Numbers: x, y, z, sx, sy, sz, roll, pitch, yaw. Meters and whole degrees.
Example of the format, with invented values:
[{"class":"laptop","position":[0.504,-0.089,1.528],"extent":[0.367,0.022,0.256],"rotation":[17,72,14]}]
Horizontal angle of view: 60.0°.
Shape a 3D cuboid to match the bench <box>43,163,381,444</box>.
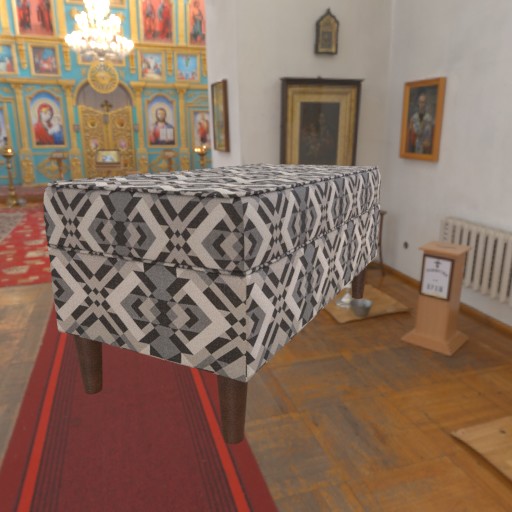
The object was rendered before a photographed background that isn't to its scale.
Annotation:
[{"class":"bench","position":[0.000,0.000,1.277],"extent":[0.492,0.477,1.016],"rotation":[7,16,26]}]
